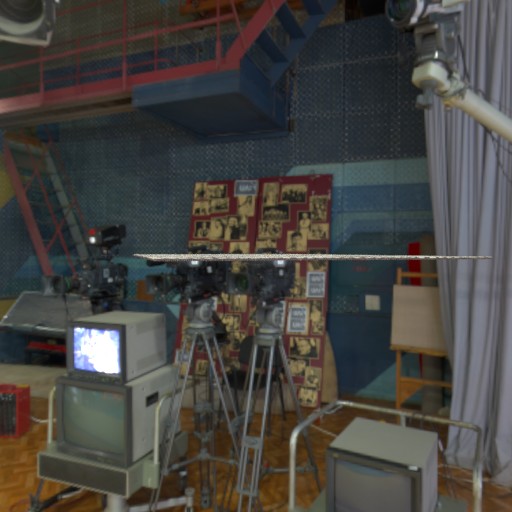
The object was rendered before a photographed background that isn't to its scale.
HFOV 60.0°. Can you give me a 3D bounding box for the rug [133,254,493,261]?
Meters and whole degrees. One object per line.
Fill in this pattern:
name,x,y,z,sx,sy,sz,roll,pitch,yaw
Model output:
rug,0.000,0.000,2.963,1.517,0.011,2.435,0,1,-17
